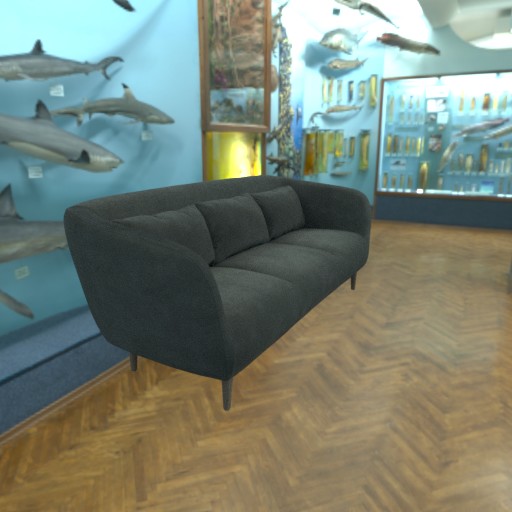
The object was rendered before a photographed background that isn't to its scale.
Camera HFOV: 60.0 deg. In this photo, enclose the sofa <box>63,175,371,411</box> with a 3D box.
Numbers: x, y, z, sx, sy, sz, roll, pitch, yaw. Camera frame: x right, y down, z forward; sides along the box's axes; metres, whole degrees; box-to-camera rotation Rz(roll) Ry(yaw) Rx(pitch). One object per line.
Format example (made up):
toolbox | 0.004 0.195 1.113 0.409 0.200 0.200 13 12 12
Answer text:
sofa | 0.000 0.000 2.772 0.956 0.875 2.296 8 17 28
